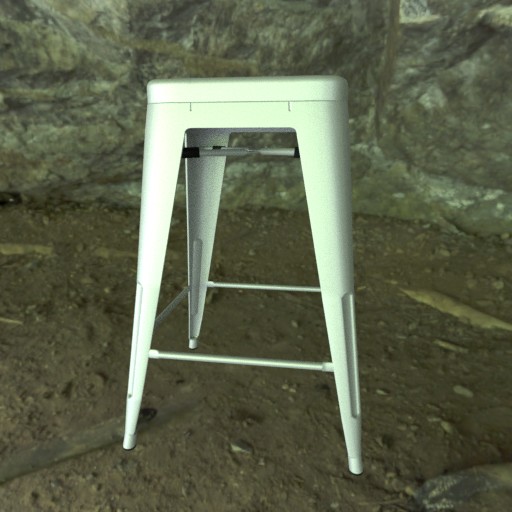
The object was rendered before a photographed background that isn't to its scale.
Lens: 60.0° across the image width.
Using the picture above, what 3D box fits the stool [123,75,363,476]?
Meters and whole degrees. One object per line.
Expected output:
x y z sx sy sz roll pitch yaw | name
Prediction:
0.000 0.000 0.854 0.410 0.608 0.410 2 15 8 | stool
